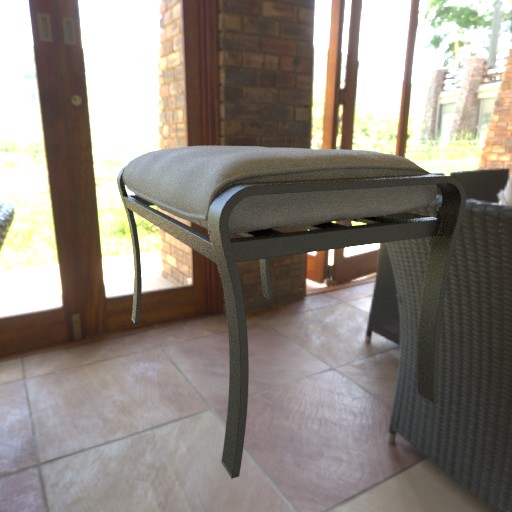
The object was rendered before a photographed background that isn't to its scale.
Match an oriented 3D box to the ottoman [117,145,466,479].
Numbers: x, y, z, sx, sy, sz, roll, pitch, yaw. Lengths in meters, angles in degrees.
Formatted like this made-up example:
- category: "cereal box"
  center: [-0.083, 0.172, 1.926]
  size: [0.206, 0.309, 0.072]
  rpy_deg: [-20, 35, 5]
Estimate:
- category: "ottoman"
  center: [0.000, 0.000, 0.879]
  size: [0.406, 0.422, 0.610]
  rpy_deg: [-7, 16, -26]
